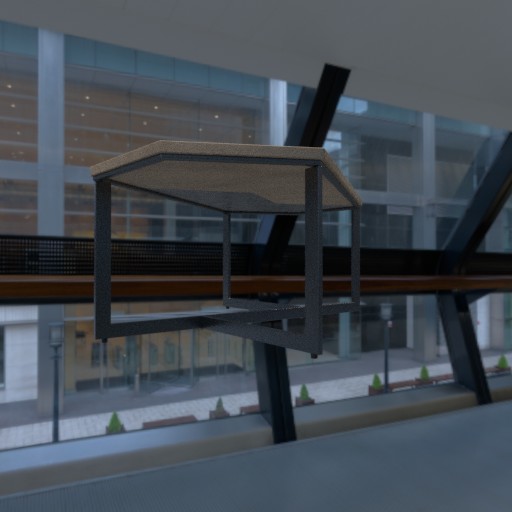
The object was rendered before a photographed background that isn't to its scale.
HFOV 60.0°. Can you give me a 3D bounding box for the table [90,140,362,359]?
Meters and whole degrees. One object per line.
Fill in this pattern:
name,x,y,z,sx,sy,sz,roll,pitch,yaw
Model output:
table,0.000,0.000,1.468,0.609,0.457,1.219,0,-1,19
